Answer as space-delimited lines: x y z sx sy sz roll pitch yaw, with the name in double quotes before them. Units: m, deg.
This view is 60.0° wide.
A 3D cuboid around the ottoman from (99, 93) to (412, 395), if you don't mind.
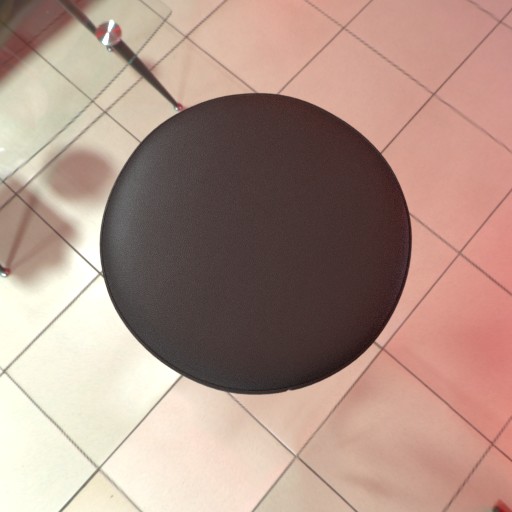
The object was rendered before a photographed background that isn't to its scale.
"ottoman" 0.000 0.000 0.867 0.500 0.409 0.500 0 77 0
